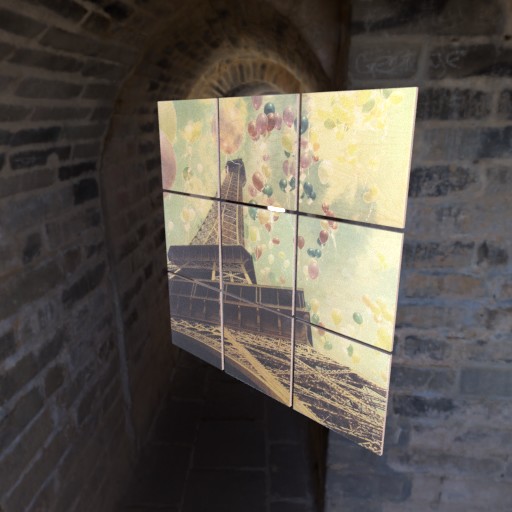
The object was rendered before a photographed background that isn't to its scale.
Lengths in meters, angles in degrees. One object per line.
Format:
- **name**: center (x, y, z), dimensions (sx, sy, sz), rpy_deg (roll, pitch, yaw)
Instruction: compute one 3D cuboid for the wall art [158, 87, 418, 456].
- **wall art**: center (0.000, 0.000, 1.792), dimensions (1.219, 1.218, 0.013), rpy_deg (15, 22, 41)
